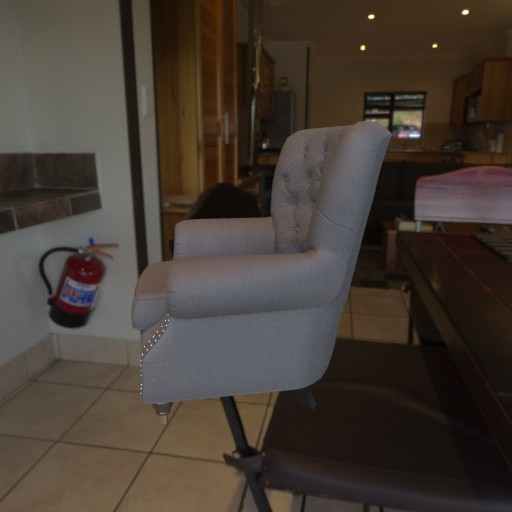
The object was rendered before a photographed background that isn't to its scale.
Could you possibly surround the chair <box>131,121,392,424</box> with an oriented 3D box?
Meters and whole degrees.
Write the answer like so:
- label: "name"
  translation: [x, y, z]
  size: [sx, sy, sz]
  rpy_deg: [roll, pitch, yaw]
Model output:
- label: "chair"
  translation: [0.000, 0.000, 1.827]
  size: [0.983, 1.046, 0.983]
  rpy_deg: [-2, 14, -8]
